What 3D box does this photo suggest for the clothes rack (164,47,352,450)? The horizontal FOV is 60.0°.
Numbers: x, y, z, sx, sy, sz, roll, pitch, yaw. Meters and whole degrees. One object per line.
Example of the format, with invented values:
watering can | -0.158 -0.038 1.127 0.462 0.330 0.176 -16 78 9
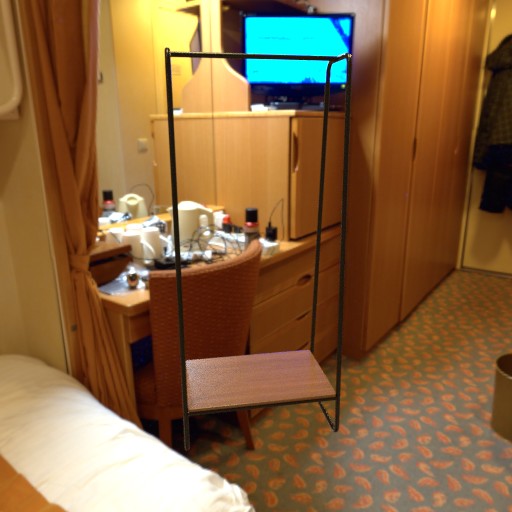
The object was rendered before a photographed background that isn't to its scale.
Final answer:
clothes rack | 0.000 0.000 1.787 0.640 1.500 0.400 -3 16 -10
